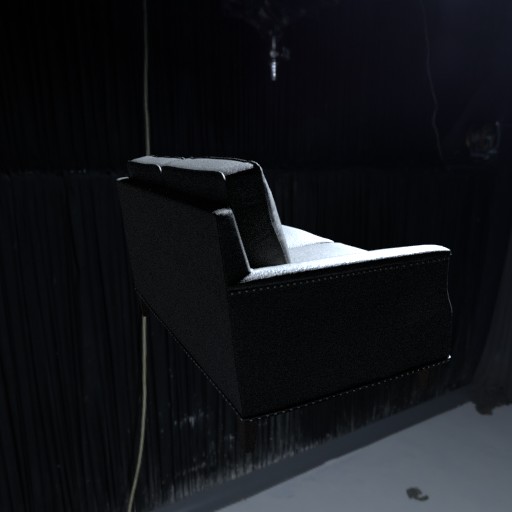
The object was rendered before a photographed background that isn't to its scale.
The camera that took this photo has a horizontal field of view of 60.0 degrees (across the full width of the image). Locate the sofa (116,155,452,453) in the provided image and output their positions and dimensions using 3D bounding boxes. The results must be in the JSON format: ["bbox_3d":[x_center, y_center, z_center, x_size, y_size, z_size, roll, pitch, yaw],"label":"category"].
[{"bbox_3d":[0.000,0.000,2.254,1.084,1.003,1.597,-7,16,-27],"label":"sofa"}]
